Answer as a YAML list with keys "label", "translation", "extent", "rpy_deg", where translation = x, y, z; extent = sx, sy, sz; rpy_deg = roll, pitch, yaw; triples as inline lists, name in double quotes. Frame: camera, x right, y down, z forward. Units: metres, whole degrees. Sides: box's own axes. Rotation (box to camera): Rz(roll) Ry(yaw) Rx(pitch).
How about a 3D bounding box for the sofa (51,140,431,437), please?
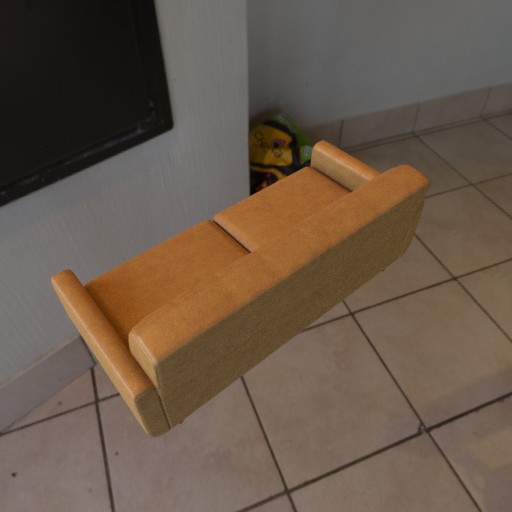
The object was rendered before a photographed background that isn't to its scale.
- label: "sofa"
  translation: [0.000, 0.000, 2.737]
  extent: [2.137, 0.892, 0.980]
  rpy_deg: [-31, 54, -26]
